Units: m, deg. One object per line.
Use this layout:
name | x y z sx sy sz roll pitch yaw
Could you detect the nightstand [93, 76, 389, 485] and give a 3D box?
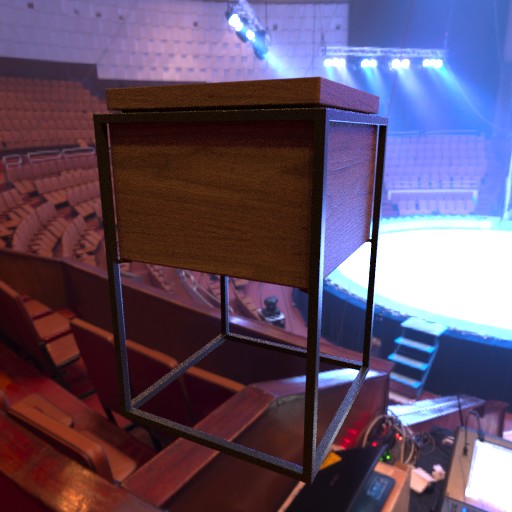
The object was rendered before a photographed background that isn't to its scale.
nightstand | 0.000 0.000 0.877 0.397 0.607 0.397 8 17 26
